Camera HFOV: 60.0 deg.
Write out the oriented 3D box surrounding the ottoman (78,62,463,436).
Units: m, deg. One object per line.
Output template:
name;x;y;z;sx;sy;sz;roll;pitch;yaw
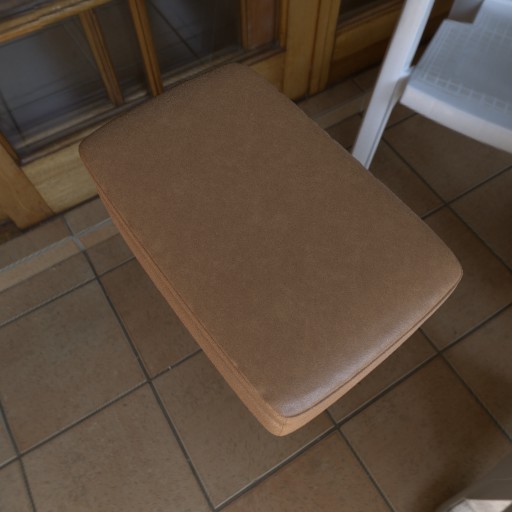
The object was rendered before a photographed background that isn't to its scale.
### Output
ottoman;0.000;0.000;0.971;0.420;0.480;0.670;-35;68;-16
